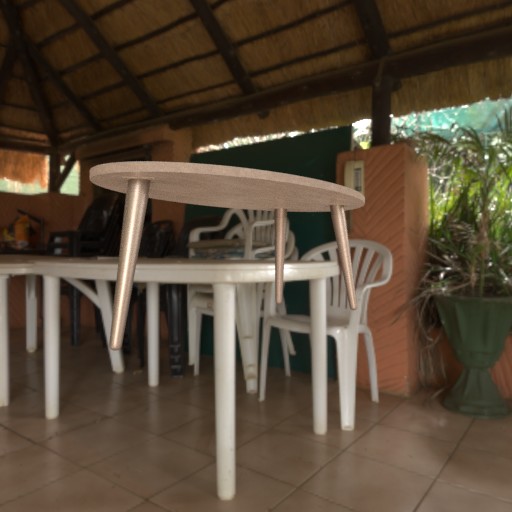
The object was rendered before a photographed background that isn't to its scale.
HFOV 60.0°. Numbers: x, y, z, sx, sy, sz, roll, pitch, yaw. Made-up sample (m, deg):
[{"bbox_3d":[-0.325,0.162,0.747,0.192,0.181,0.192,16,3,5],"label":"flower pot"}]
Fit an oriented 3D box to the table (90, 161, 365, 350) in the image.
[{"bbox_3d":[0.000,0.000,1.354,0.542,0.390,1.083,1,1,36],"label":"table"}]
